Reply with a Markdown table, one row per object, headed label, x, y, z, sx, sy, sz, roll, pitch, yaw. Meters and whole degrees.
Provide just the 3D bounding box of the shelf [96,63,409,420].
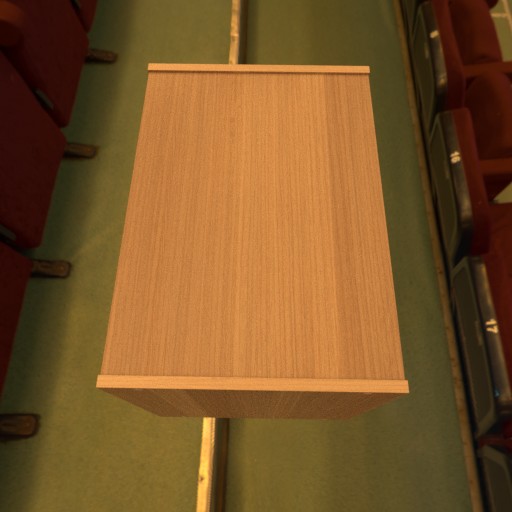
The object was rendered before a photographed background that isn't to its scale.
| label | x | y | z | sx | sy | sz | roll | pitch | yaw |
| --- | --- | --- | --- | --- | --- | --- | --- | --- | --- |
| shelf | 0.000 | 0.000 | 0.635 | 0.290 | 0.305 | 0.415 | 1 | 65 | 0 |
